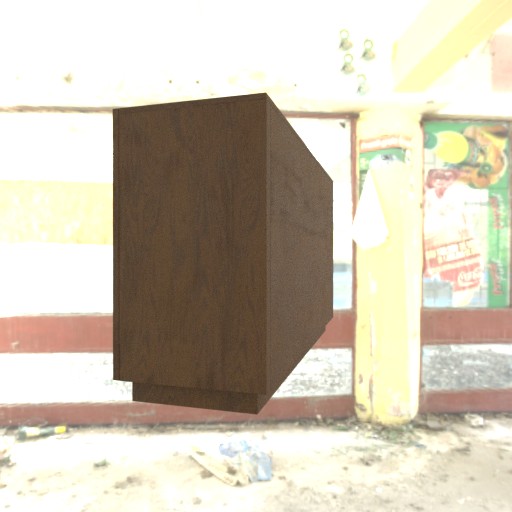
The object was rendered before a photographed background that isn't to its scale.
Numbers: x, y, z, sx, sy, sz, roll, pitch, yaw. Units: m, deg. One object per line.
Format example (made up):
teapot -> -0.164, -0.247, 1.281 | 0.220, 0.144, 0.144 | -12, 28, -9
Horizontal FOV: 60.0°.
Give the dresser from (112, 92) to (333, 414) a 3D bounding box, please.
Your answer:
dresser -> 0.000, 0.000, 1.994 | 0.512, 0.889, 1.523 | 0, 0, 17
